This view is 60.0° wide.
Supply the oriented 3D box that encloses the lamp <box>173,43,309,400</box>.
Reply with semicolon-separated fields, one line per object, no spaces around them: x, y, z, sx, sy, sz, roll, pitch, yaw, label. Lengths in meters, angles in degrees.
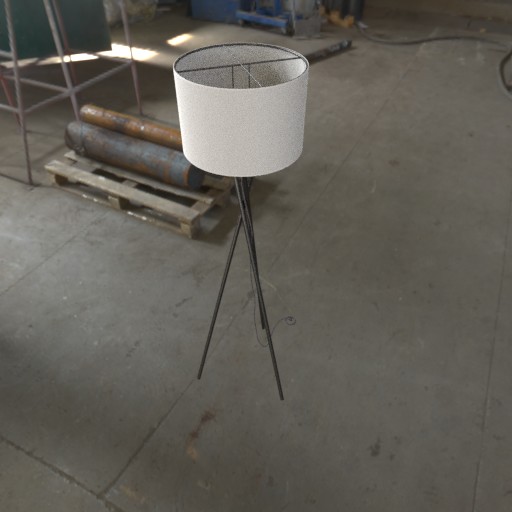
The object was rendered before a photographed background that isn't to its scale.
0.000;0.000;1.944;0.667;1.624;0.522;-13;43;-14;lamp
